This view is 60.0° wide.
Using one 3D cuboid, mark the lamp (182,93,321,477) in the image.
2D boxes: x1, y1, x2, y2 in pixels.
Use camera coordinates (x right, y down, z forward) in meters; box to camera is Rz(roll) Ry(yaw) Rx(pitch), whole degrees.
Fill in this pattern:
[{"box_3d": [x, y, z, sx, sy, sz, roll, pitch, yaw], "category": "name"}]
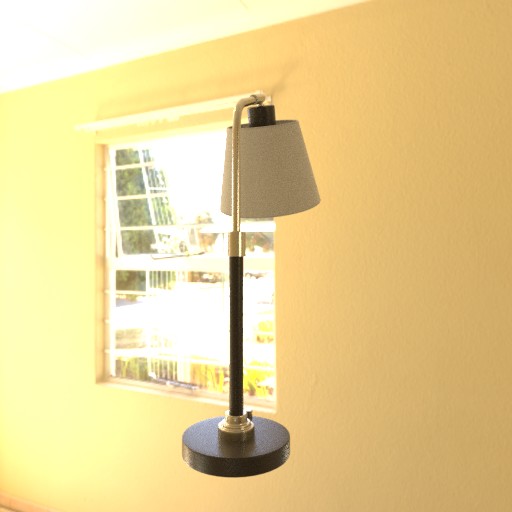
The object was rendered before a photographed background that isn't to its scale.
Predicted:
[{"box_3d": [0.000, 0.000, 0.707, 0.181, 0.539, 0.348, 0, 0, 16], "category": "lamp"}]
